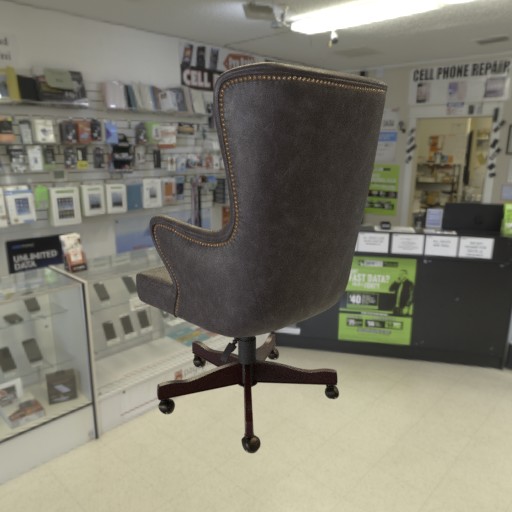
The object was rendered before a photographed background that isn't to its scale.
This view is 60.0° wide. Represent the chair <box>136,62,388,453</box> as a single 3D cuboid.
[{"bbox_3d":[0.000,0.000,1.426,0.594,1.037,0.717,-13,19,-43],"label":"chair"}]
